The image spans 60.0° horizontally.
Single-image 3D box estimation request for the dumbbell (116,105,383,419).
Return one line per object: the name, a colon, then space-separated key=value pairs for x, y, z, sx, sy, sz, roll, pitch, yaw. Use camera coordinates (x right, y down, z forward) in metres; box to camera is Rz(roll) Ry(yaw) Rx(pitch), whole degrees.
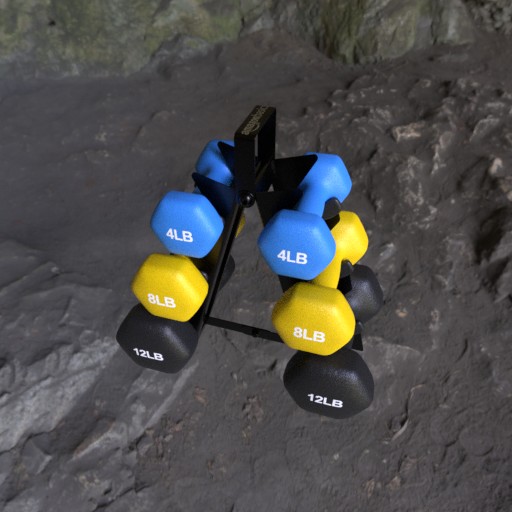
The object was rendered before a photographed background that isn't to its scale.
dumbbell: x=0.000 y=0.000 z=0.664 sx=0.409 sy=0.426 sz=0.255 roll=11 pitch=41 yaw=13
